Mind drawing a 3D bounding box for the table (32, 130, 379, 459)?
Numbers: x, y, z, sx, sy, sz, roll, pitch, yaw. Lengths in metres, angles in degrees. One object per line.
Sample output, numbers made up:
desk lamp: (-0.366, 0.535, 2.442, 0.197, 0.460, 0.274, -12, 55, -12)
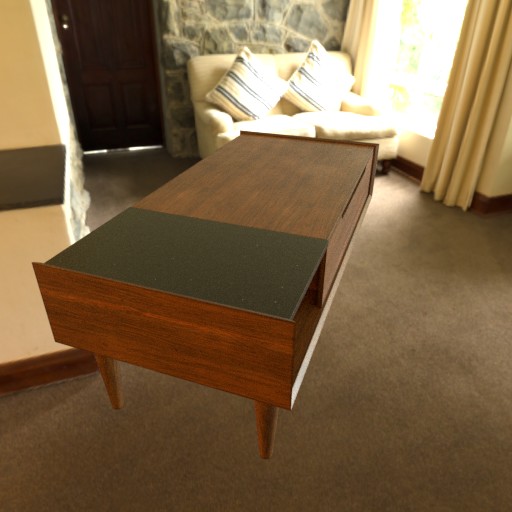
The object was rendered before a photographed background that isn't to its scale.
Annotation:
table: (0.000, 0.000, 1.515, 0.610, 0.508, 1.221, 11, 32, 18)
